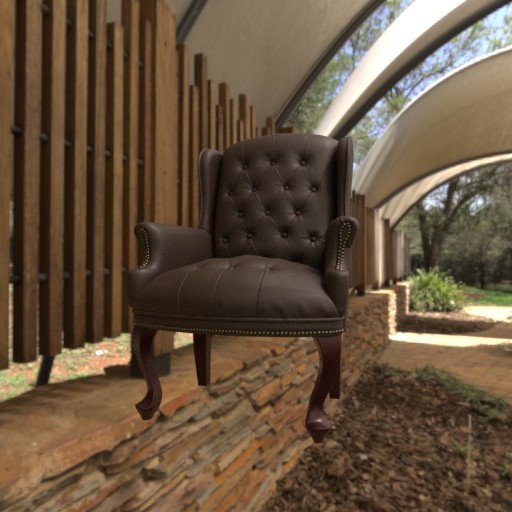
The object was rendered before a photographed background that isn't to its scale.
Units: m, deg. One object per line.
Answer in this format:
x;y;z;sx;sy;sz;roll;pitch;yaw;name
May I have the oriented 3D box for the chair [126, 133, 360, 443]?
0.000;0.000;1.742;0.829;1.132;0.819;0;-1;18;chair
